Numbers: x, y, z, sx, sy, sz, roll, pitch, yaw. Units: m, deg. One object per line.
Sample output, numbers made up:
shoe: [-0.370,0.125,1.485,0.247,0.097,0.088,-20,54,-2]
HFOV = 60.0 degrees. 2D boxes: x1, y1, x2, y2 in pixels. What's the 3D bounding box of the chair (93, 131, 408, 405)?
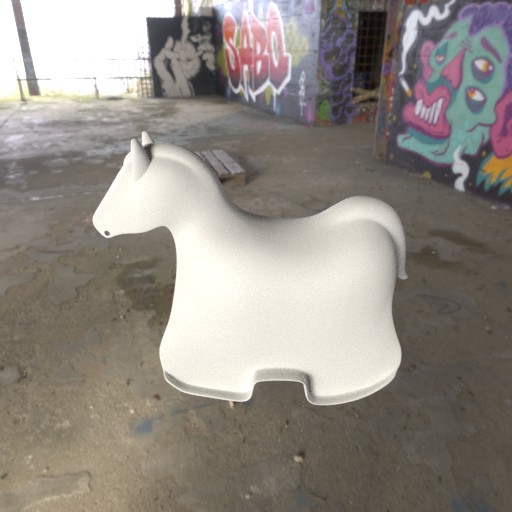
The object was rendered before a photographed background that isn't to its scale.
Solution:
chair: [0.000,0.000,1.143,0.800,0.612,0.429,0,25,0]
